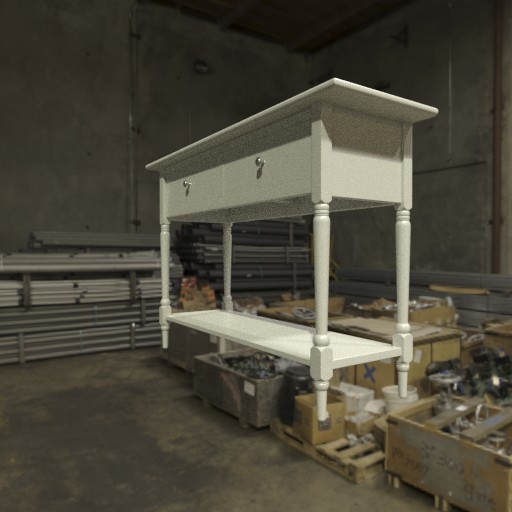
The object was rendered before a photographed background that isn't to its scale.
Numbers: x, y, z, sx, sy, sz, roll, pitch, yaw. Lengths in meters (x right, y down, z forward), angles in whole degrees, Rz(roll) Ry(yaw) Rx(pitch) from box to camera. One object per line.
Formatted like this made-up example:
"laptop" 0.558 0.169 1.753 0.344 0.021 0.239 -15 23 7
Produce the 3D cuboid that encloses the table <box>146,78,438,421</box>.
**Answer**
"table" 0.000 0.000 1.589 0.384 0.808 1.197 0 1 -34
